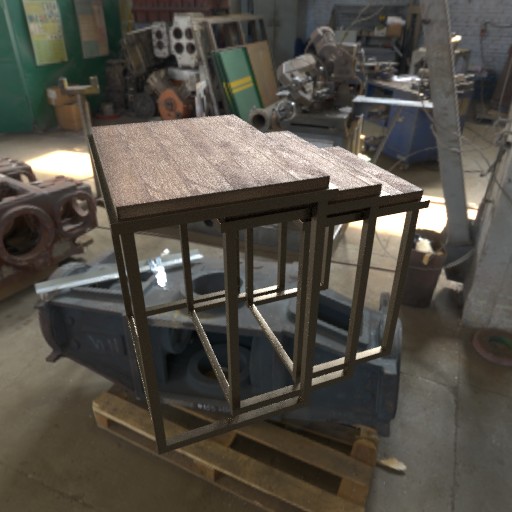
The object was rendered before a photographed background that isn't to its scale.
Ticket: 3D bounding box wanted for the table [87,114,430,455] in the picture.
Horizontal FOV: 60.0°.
[{"bbox_3d":[0.000,0.000,1.163,0.706,0.610,0.559,-11,32,-19],"label":"table"}]
